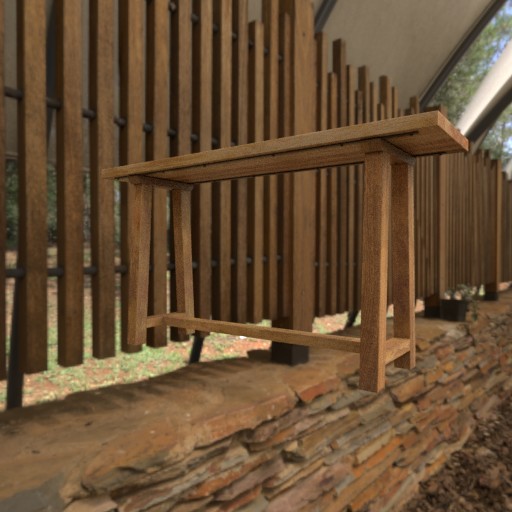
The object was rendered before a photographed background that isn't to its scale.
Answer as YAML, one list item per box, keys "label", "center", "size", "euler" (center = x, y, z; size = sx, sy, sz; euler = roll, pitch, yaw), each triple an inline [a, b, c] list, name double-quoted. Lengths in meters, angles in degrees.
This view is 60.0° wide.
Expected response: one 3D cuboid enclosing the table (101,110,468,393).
- label: "table"
  center: [0.000, 0.000, 1.826]
  size: [1.524, 0.810, 0.405]
  euler: [1, 1, 36]
